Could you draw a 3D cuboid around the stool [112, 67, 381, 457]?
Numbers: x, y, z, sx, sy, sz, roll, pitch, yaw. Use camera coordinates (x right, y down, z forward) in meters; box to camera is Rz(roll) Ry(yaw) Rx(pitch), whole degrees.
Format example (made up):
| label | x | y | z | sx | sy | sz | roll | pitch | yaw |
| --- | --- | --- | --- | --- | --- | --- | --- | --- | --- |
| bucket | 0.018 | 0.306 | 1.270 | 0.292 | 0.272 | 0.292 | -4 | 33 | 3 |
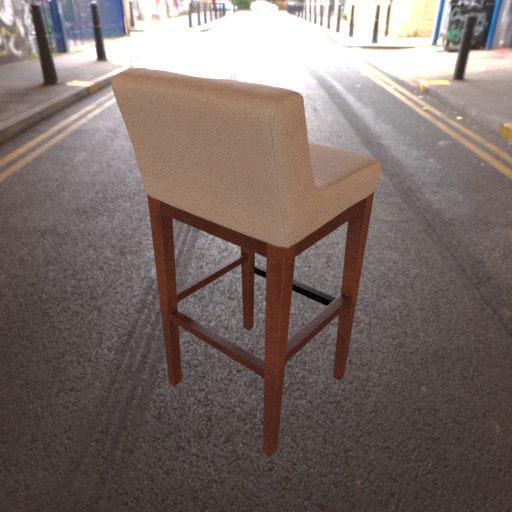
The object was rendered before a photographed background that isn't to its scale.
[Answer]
| label | x | y | z | sx | sy | sz | roll | pitch | yaw |
| --- | --- | --- | --- | --- | --- | --- | --- | --- | --- |
| stool | 0.000 | 0.000 | 1.316 | 0.511 | 1.037 | 0.500 | 23 | 37 | 34 |
